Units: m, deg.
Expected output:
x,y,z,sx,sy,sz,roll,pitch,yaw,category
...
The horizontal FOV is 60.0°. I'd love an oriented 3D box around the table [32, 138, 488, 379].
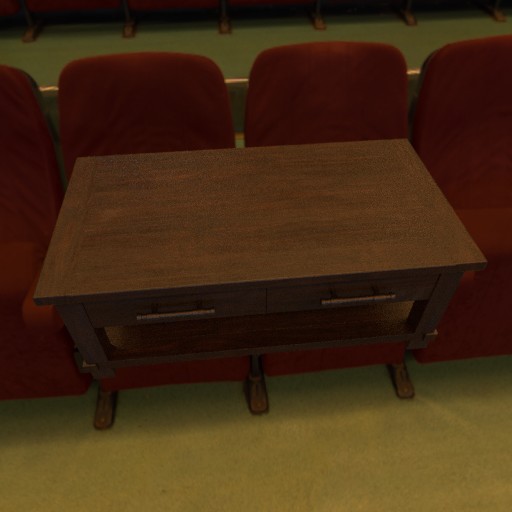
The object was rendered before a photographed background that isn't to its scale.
x,y,z,sx,sy,sz,roll,pitch,yaw,category
0.000,0.000,1.632,1.270,0.494,0.700,-4,46,-4,table
